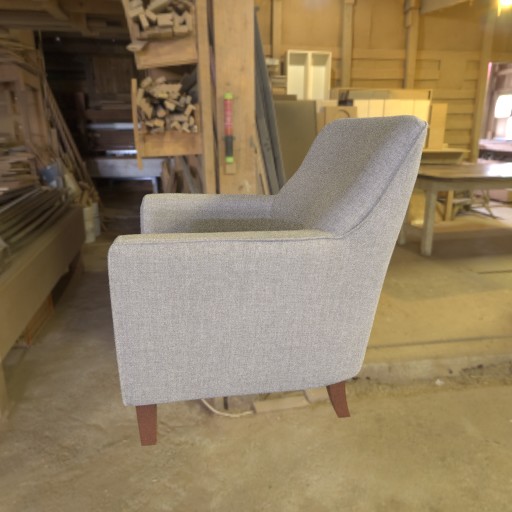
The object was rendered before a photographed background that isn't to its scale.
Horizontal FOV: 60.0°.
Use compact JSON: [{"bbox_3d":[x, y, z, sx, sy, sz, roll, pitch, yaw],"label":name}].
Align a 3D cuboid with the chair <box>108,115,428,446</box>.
[{"bbox_3d":[0.000,0.000,1.743,0.993,1.047,0.887,-2,16,-7],"label":"chair"}]
